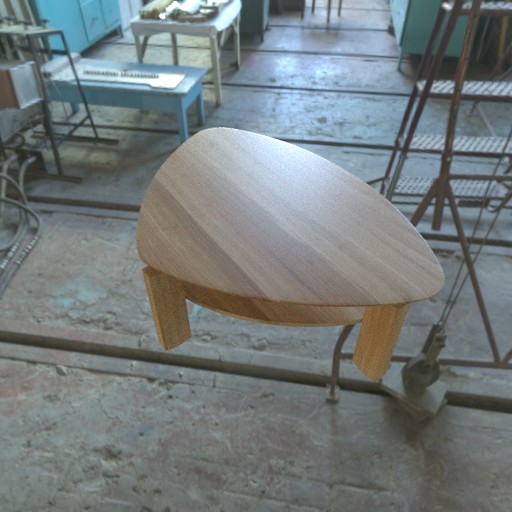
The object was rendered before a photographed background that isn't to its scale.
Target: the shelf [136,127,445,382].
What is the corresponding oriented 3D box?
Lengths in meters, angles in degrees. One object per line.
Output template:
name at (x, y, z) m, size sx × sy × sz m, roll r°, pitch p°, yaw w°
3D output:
shelf at (0.000, 0.000, 1.678) m, size 0.863 × 0.439 × 1.240 m, roll -26°, pitch 48°, yaw -26°
